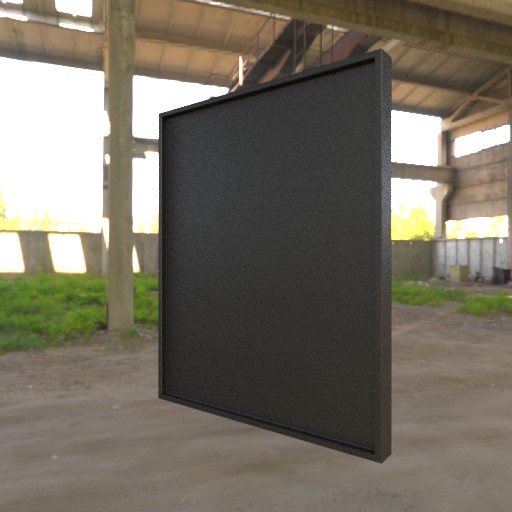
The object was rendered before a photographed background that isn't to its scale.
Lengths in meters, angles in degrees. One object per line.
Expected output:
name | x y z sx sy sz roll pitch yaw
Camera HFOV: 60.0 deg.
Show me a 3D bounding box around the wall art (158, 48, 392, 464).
wall art | 0.000 0.000 0.742 0.449 0.555 0.039 0 0 37
